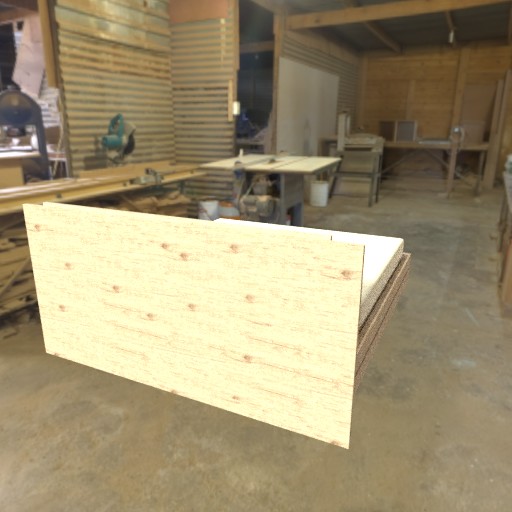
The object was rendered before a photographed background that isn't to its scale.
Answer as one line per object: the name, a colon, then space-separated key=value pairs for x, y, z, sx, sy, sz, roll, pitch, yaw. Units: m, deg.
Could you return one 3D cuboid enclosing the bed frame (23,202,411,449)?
bed frame: x=0.000 y=0.000 z=3.154 sx=1.950 sy=0.970 sz=2.080 roll=8 pitch=19 yaw=25
